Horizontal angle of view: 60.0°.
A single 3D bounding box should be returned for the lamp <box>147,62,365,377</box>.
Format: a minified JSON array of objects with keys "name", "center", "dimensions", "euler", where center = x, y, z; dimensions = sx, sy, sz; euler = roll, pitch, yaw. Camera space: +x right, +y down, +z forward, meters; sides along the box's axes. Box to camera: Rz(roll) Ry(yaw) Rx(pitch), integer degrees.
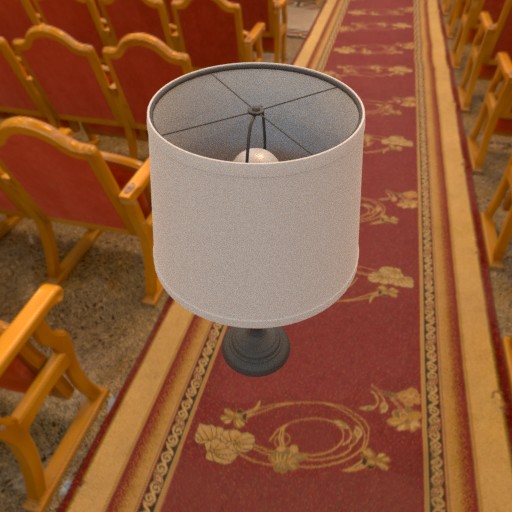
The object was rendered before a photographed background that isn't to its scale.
[{"name":"lamp","center":[0.000,0.000,0.696],"dimensions":[0.310,0.501,0.310],"euler":[0,45,0]}]
